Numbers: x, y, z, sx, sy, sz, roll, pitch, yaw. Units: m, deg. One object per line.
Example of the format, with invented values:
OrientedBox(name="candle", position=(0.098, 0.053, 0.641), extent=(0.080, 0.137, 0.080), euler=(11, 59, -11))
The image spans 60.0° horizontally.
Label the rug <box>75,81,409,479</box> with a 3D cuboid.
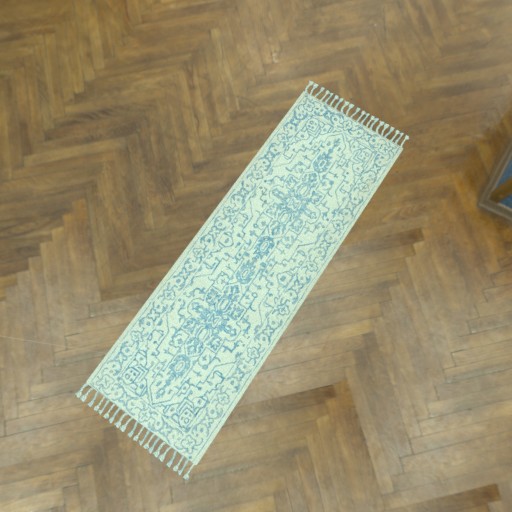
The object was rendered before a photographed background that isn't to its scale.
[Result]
OrientedBox(name="rug", position=(0.000, 0.000, 2.661), extent=(0.774, 0.011, 2.449), euler=(33, 77, 9))
